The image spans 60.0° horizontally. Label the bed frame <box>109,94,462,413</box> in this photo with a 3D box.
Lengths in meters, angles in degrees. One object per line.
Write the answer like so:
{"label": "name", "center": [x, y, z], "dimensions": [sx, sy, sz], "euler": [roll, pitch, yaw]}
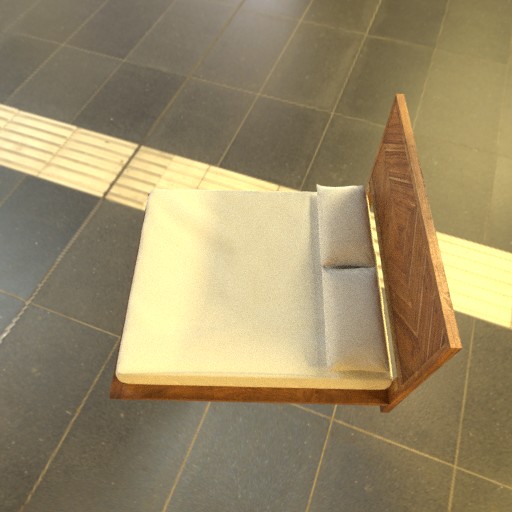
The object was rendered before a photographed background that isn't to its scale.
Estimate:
{"label": "bed frame", "center": [0.000, 0.000, 3.545], "dimensions": [2.235, 1.537, 2.038], "euler": [1, 58, 1]}
